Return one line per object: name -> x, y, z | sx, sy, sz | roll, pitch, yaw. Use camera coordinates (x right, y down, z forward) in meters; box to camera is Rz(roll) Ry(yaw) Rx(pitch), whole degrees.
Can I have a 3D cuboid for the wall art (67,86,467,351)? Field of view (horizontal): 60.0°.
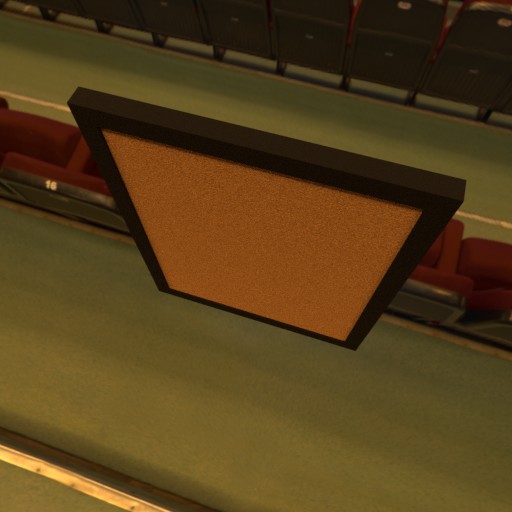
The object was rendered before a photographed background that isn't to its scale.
wall art -> 0.000, 0.000, 0.741 | 0.457, 0.559, 0.029 | 16, 63, 8
